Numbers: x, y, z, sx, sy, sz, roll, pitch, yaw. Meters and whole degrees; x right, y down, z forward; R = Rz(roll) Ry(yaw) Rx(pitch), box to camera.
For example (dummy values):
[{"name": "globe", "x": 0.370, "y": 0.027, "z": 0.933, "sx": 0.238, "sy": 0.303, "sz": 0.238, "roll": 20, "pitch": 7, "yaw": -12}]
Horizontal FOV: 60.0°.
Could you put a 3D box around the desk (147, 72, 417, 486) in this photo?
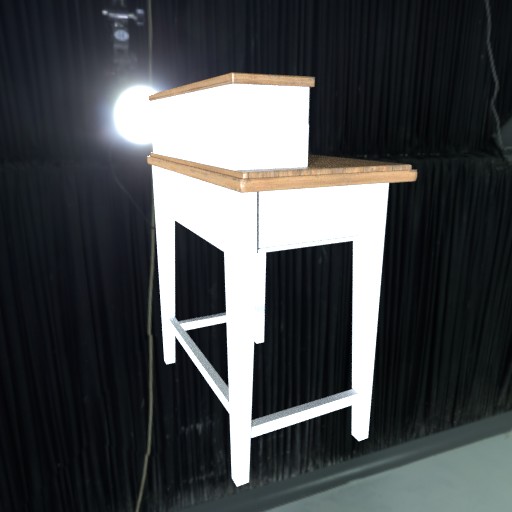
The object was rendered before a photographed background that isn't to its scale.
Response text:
[{"name": "desk", "x": 0.000, "y": 0.000, "z": 1.395, "sx": 0.462, "sy": 0.981, "sz": 0.814, "roll": -8, "pitch": 18, "yaw": -25}]
